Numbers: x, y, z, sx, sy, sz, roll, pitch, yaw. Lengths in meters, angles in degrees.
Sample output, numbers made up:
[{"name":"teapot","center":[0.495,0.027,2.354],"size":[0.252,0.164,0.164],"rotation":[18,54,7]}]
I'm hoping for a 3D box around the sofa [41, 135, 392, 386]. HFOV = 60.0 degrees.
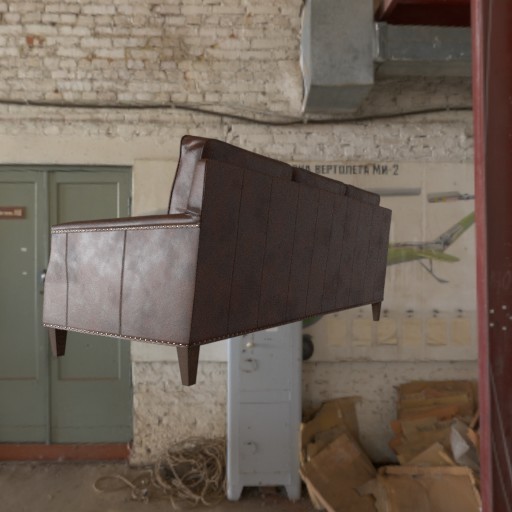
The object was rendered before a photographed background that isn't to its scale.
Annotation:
[{"name":"sofa","center":[0.000,0.000,2.815],"size":[1.084,1.003,2.240],"rotation":[0,0,35]}]
